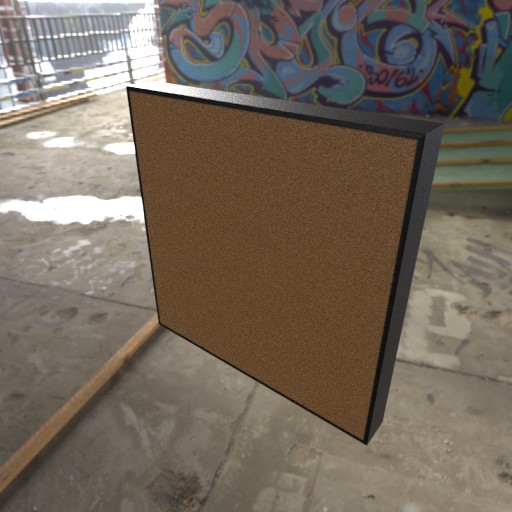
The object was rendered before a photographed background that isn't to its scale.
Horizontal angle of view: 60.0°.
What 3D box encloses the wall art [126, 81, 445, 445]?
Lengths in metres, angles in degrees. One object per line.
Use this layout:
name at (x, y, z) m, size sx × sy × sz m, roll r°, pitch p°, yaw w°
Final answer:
wall art at (0.000, 0.000, 0.451) m, size 0.304 × 0.303 × 0.037 m, roll 21°, pitch 36°, yaw 32°
